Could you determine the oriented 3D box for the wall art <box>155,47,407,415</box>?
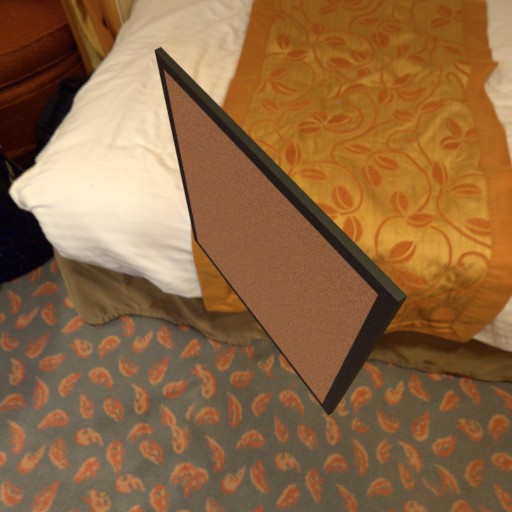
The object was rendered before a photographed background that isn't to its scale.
[{"bbox_3d":[0.000,0.000,0.995,0.016,0.659,0.663,-31,63,-18],"label":"wall art"}]
